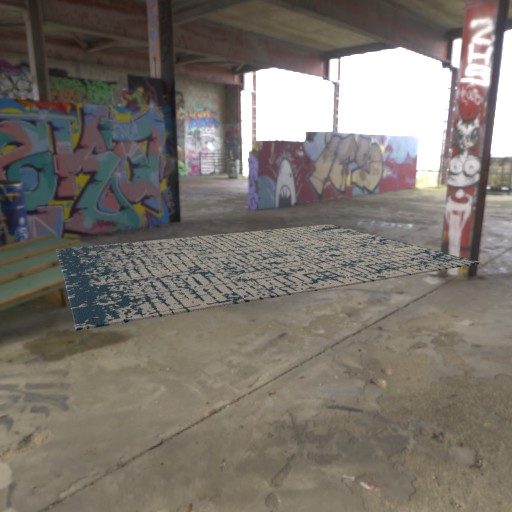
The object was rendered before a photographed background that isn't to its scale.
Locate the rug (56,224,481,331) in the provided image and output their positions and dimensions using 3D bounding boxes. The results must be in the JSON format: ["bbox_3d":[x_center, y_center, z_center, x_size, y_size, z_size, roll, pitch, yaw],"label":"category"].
[{"bbox_3d":[0.000,0.000,2.278,1.828,0.007,1.220,-7,15,-25],"label":"rug"}]
